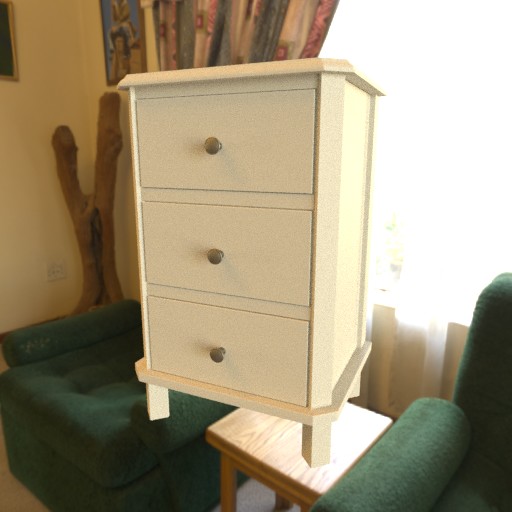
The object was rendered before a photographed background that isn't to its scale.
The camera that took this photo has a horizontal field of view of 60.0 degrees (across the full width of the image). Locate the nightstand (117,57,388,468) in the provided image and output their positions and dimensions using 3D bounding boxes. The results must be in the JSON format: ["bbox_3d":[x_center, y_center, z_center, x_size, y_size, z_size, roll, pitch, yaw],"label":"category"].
[{"bbox_3d":[0.000,0.000,0.917,0.435,0.681,0.351,6,14,24],"label":"nightstand"}]
